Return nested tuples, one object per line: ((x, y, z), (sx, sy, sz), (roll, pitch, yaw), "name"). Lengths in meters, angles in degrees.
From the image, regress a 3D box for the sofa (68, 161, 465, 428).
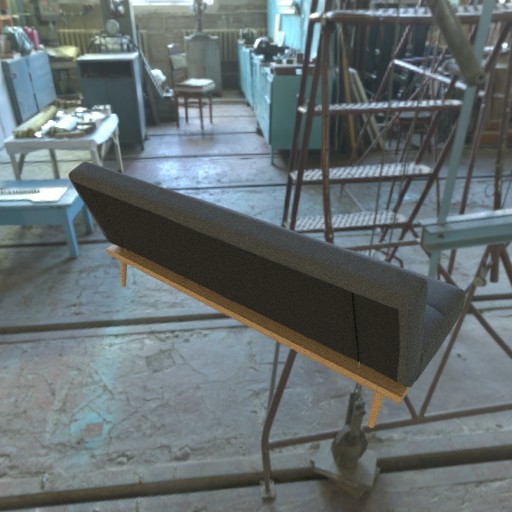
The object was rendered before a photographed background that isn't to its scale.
((0.000, 0.000, 2.188), (1.820, 0.770, 0.820), (22, 37, 33), "sofa")
